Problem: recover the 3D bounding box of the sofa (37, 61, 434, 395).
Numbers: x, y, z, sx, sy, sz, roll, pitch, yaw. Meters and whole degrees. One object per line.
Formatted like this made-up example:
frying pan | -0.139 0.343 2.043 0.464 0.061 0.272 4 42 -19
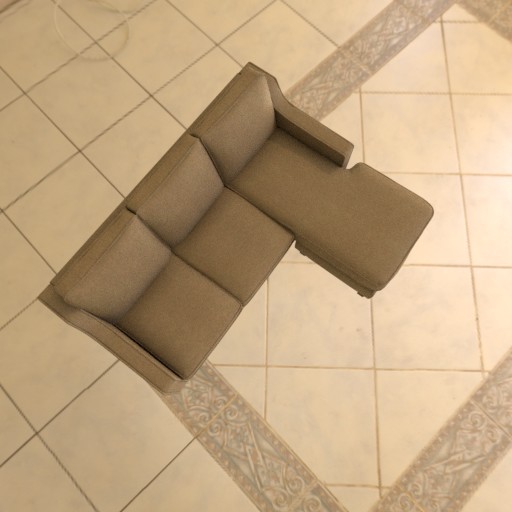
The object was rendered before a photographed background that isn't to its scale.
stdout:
sofa | 0.000 0.000 3.317 1.858 1.081 2.317 35 77 9
